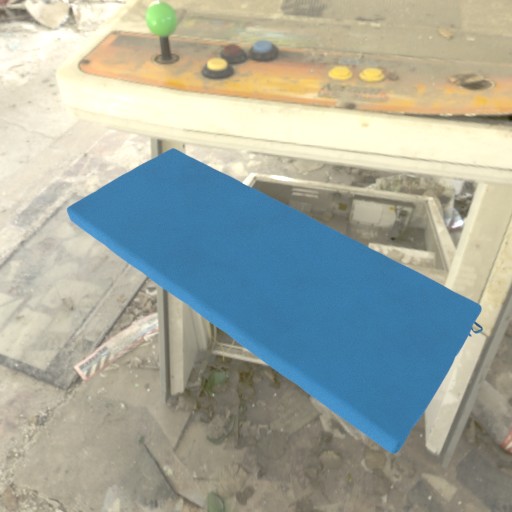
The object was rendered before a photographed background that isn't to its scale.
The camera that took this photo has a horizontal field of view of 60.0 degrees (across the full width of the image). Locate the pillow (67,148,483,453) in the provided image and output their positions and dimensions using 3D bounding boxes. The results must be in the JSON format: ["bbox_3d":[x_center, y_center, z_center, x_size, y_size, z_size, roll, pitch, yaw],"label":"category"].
[{"bbox_3d":[0.000,0.000,1.271,1.187,0.081,0.492,31,53,27],"label":"pillow"}]
